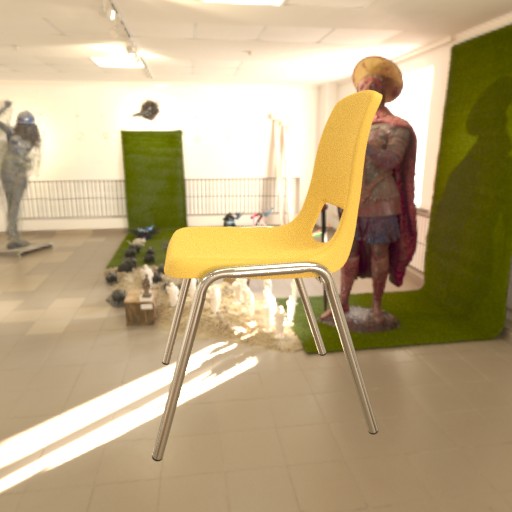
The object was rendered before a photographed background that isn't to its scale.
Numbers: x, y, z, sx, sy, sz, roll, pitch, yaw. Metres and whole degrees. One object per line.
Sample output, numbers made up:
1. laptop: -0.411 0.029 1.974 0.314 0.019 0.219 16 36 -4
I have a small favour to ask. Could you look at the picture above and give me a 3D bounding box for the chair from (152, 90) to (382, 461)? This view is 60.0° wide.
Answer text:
1. chair: 0.000 0.000 0.925 0.436 0.653 0.381 -2 14 -9
